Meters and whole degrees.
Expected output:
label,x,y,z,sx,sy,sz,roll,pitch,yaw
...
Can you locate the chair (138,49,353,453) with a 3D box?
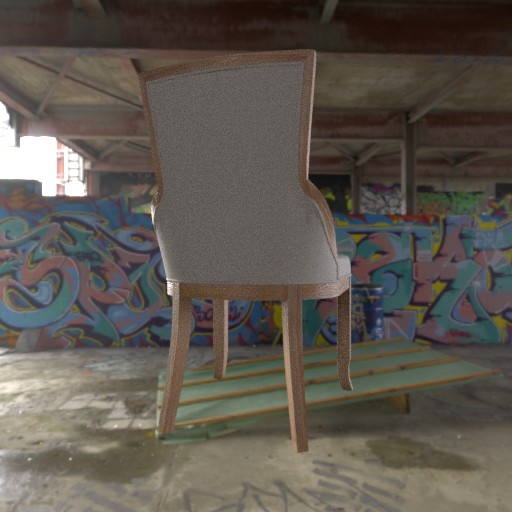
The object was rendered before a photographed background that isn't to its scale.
label,x,y,z,sx,sy,sz,roll,pitch,yaw
chair,0.000,0.000,1.348,0.524,0.947,0.641,0,0,17
